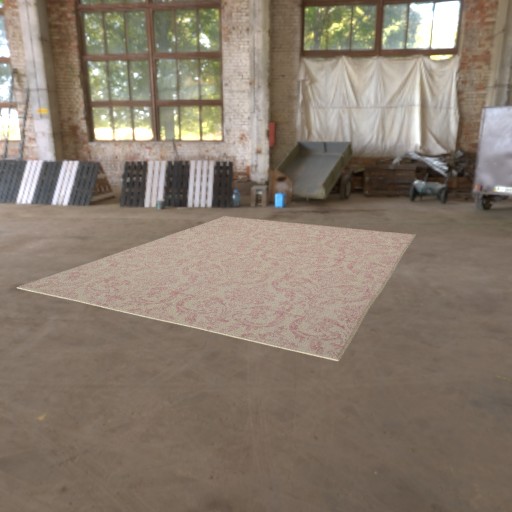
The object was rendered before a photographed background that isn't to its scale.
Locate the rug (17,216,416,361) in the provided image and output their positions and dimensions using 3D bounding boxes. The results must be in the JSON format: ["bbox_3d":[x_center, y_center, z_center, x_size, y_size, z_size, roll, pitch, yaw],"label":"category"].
[{"bbox_3d":[0.000,0.000,3.960,2.363,0.012,2.980,8,18,25],"label":"rug"}]
